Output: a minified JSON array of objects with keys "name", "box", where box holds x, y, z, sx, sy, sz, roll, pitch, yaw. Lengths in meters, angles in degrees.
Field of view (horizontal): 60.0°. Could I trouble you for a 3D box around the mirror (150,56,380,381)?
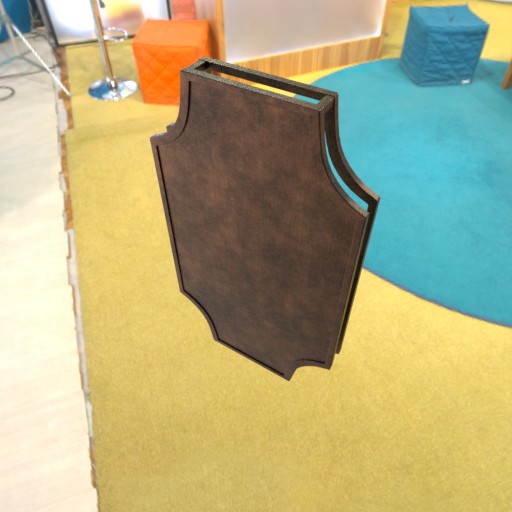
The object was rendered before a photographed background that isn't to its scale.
[{"name":"mirror","box":[0.000,0.000,1.001,0.462,0.811,0.066,24,51,21]}]
